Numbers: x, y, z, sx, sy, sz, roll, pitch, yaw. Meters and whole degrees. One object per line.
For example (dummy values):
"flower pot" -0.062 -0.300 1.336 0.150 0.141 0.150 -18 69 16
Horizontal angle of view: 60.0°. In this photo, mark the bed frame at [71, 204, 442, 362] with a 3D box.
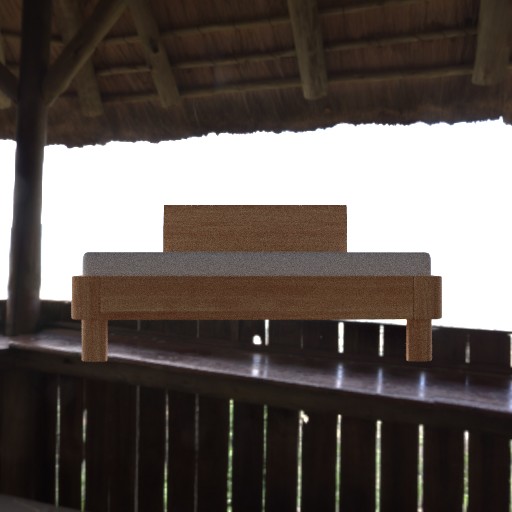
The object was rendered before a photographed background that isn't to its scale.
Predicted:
"bed frame" 0.000 0.000 2.968 1.660 0.940 2.092 0 0 0
